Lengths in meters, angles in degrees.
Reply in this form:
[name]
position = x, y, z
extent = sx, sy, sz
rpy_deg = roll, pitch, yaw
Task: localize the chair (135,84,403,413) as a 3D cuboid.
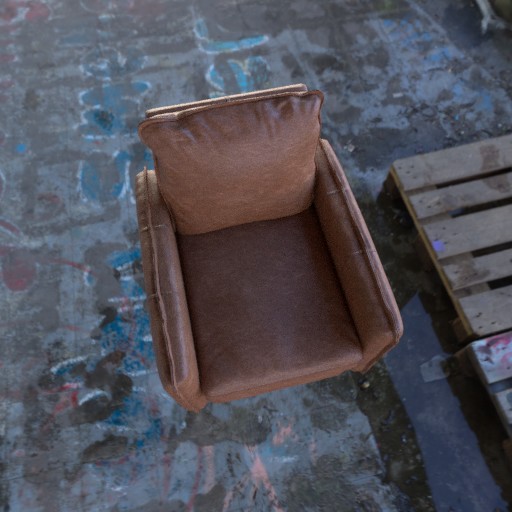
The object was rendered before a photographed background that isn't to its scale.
[chair]
position = 0.000, 0.000, 1.657
extent = 0.830, 0.922, 0.922
rpy_deg = -12, 65, -6
